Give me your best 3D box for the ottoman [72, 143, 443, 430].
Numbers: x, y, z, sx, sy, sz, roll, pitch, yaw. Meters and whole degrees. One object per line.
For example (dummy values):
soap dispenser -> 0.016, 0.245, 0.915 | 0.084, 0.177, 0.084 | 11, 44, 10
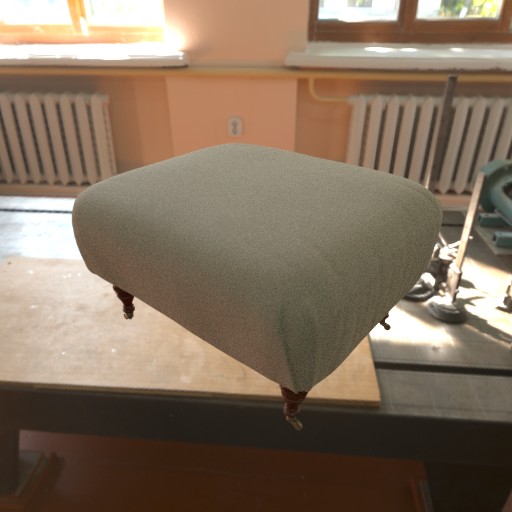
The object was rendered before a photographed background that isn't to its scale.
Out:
ottoman -> 0.000, 0.000, 1.151 | 0.746, 0.450, 0.639 | 22, 36, 34
